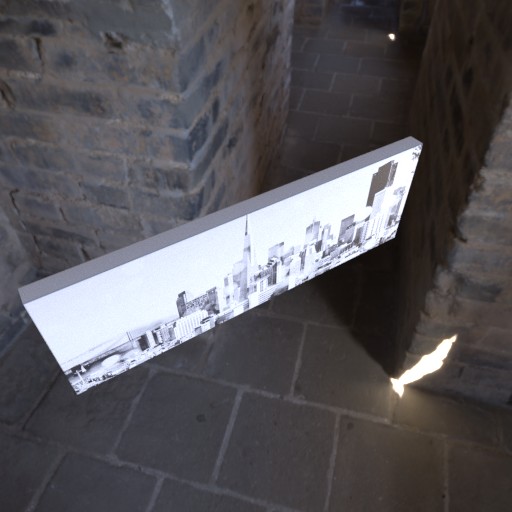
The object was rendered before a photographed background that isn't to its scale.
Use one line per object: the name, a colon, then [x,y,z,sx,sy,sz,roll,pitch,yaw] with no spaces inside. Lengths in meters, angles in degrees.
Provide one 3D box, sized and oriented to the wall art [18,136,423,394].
wall art: [0.000,0.000,0.844,0.766,0.256,0.036,-24,50,-22]
